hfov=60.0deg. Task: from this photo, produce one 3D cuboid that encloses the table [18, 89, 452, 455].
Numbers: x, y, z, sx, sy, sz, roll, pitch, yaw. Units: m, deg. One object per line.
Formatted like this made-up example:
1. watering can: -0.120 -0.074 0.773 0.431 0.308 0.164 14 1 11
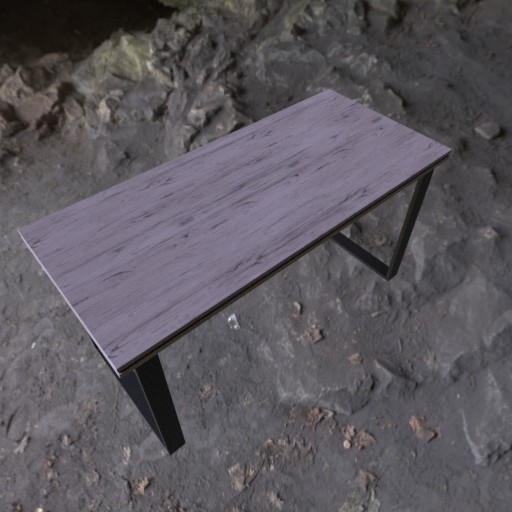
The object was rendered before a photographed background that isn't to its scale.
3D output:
1. table: 0.000 0.000 2.251 1.778 0.899 0.795 -32 55 -26
